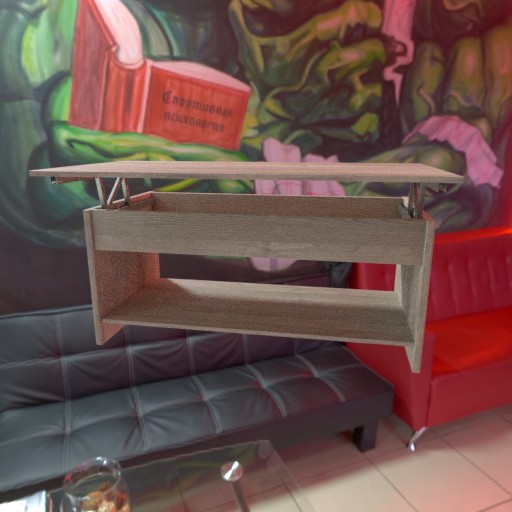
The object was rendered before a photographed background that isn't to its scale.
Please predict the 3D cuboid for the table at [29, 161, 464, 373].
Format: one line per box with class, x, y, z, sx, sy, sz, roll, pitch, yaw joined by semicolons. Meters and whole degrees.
table;0.000;0.000;1.408;1.000;0.570;0.712;3;15;10
